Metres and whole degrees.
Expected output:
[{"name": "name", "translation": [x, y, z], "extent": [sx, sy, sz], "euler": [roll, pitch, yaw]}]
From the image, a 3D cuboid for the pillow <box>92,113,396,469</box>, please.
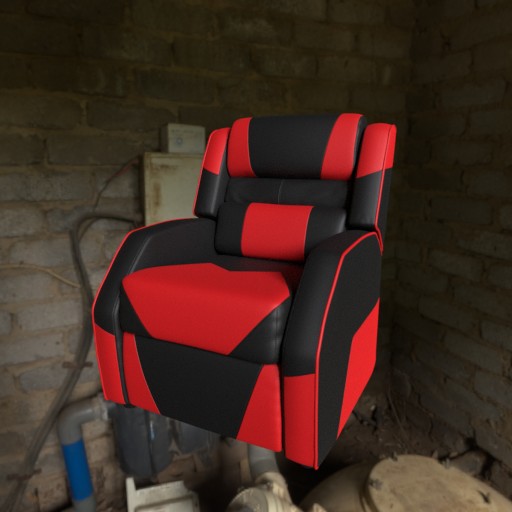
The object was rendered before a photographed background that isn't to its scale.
[{"name": "pillow", "translation": [0.000, 0.000, 1.252], "extent": [0.620, 0.805, 0.672], "euler": [7, 15, 26]}]
